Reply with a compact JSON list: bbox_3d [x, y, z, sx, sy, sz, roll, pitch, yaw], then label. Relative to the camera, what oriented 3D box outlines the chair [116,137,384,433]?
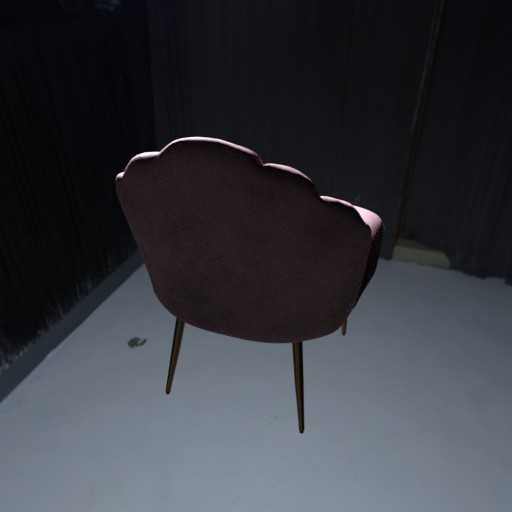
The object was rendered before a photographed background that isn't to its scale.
[{"bbox_3d":[0.000,0.000,1.255,0.657,0.819,0.599,10,32,17],"label":"chair"}]
